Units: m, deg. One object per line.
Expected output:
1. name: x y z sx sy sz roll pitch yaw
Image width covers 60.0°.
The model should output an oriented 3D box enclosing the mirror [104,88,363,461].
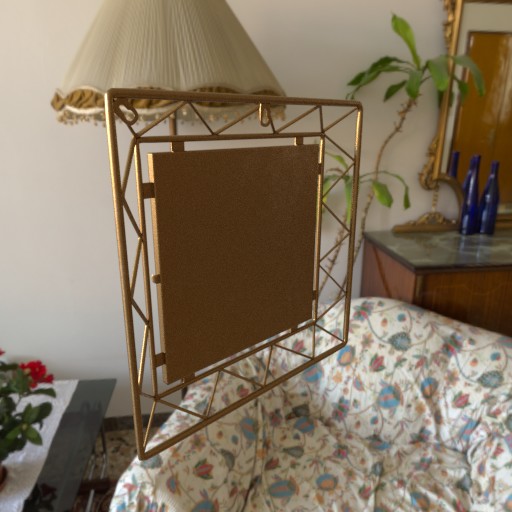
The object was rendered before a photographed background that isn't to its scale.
1. mirror: 0.000 0.000 0.609 0.416 0.414 0.046 -16 23 -42
